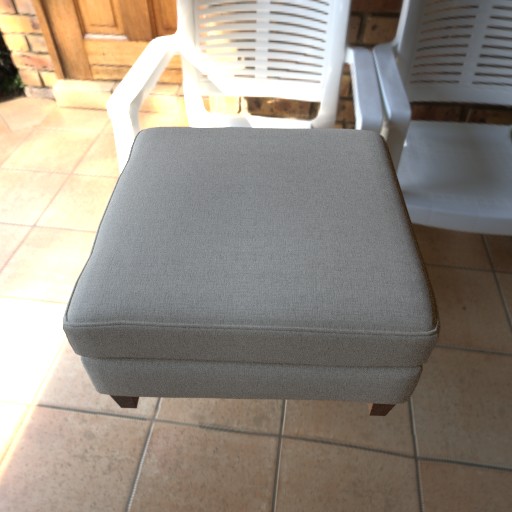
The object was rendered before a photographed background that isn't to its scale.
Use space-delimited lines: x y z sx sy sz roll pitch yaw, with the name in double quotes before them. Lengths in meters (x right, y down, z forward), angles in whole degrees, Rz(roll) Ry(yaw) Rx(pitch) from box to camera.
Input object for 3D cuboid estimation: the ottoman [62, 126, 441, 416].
"ottoman" 0.000 0.000 1.353 0.838 0.503 0.838 1 47 1
